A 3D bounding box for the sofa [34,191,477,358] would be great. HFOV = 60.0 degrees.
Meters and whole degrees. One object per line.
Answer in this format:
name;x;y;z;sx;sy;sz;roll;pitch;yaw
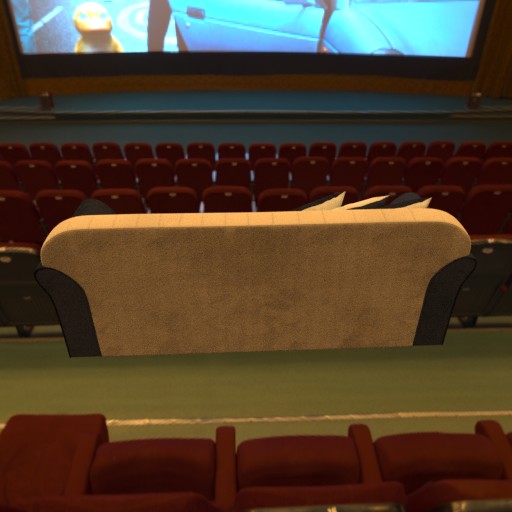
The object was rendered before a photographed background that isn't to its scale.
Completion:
sofa;0.000;0.000;2.398;2.006;0.789;0.749;-1;31;-2
